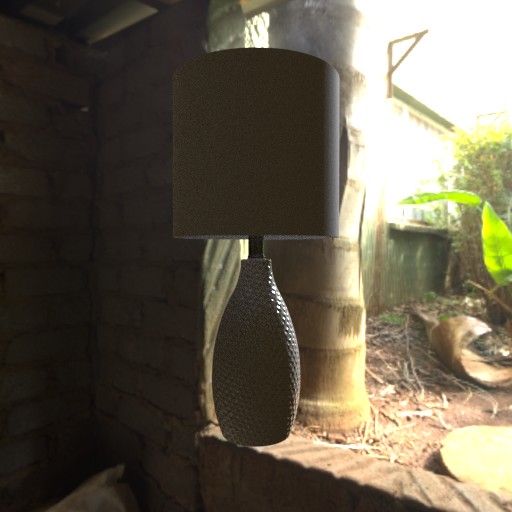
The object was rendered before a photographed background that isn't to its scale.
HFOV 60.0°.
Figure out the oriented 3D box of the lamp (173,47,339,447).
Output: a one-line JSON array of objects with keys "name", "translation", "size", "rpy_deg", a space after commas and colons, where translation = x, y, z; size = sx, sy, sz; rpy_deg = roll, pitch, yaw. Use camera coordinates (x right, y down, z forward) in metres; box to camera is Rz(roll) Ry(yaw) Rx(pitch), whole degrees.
[{"name": "lamp", "translation": [0.000, 0.000, 0.584], "size": [0.214, 0.466, 0.214], "rpy_deg": [0, 1, 1]}]
